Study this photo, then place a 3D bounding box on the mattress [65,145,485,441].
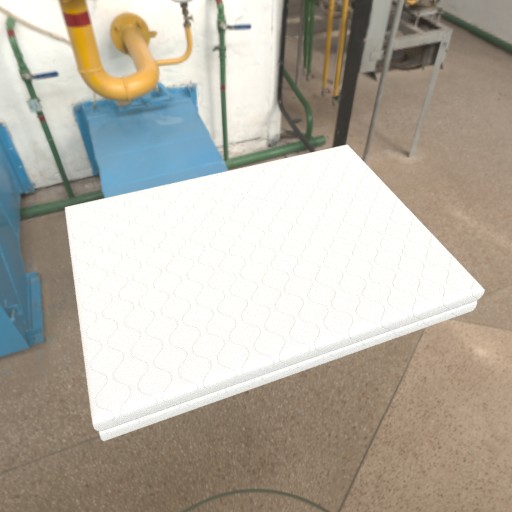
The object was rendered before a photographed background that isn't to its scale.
[{"bbox_3d":[0.000,0.000,2.466,1.900,0.200,1.400,-15,48,-14],"label":"mattress"}]
